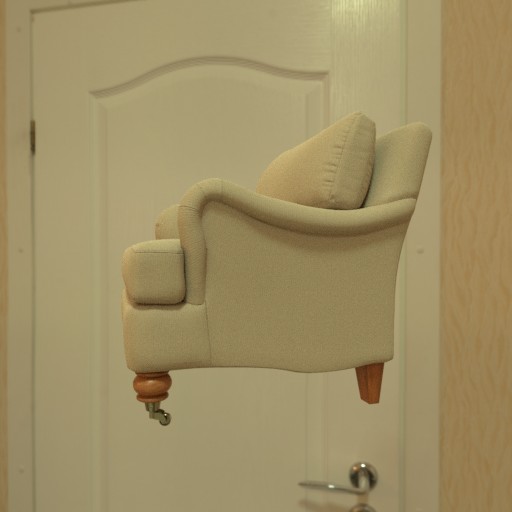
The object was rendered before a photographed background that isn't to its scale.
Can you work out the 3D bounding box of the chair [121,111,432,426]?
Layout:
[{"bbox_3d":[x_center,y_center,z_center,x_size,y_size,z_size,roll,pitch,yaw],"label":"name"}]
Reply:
[{"bbox_3d":[0.000,0.000,1.844,1.070,1.038,0.955,0,1,-17],"label":"chair"}]
